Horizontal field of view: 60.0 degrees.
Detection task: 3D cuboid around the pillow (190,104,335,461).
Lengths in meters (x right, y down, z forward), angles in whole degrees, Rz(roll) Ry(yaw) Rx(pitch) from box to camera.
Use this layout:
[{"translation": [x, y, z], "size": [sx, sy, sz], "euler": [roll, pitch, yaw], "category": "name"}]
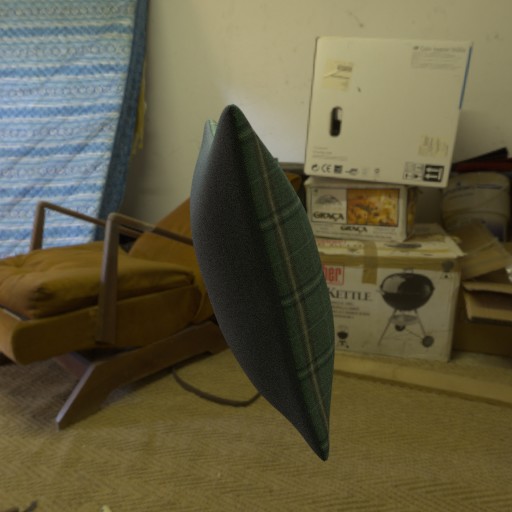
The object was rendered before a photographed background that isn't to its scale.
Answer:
[{"translation": [0.000, 0.000, 0.701], "size": [0.200, 0.430, 0.453], "euler": [-2, 15, -8], "category": "pillow"}]
